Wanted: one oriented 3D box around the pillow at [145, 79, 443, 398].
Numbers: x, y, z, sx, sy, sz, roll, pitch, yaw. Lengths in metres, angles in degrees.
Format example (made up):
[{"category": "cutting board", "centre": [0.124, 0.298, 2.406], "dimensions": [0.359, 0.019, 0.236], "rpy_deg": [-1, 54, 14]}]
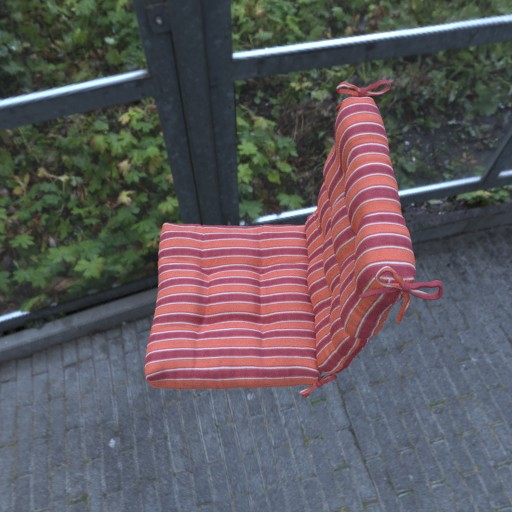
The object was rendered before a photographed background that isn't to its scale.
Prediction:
[{"category": "pillow", "centre": [0.000, 0.000, 1.031], "dimensions": [0.571, 0.605, 0.519], "rpy_deg": [-1, 59, 0]}]
